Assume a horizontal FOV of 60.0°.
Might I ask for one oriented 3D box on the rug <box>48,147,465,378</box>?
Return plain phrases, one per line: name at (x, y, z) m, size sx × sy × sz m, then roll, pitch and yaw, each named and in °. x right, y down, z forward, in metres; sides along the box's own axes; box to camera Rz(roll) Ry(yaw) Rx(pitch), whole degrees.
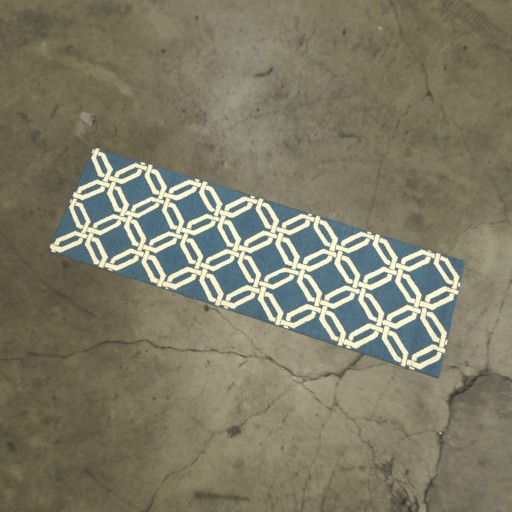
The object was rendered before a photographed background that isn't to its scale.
rug at (0.000, 0.000, 2.519) m, size 2.276 × 0.014 × 0.678 m, roll 18°, pitch 78°, yaw 4°
